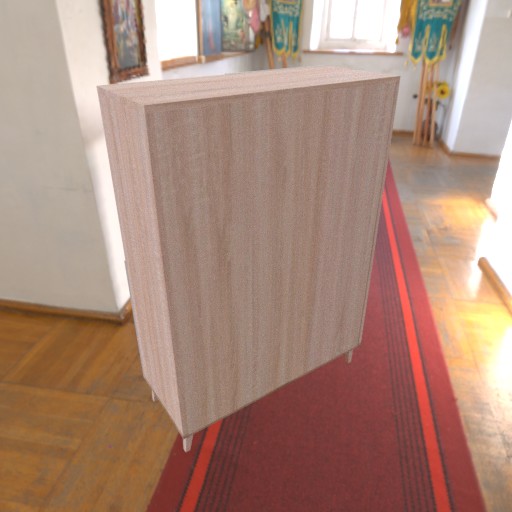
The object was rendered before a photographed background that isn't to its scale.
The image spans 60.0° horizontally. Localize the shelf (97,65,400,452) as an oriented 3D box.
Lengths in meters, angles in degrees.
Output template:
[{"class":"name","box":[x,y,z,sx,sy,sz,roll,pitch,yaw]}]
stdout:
[{"class":"shelf","box":[0.000,0.000,1.882,0.995,1.405,0.434,-19,34,-30]}]
